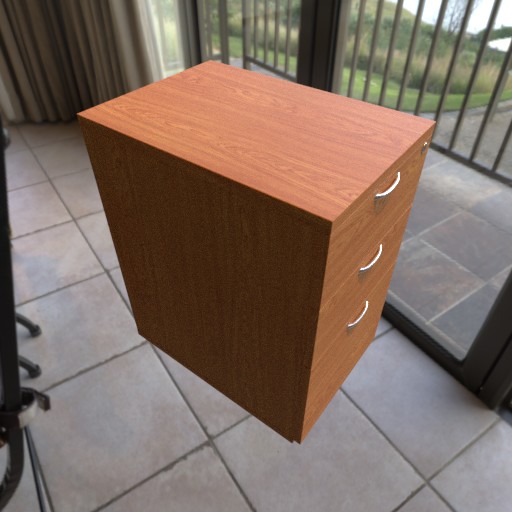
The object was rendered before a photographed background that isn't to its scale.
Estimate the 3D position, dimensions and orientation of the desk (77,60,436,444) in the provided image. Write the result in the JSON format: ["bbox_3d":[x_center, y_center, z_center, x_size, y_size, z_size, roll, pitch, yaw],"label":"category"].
[{"bbox_3d":[0.000,0.000,1.119,0.600,0.730,0.404,27,48,27],"label":"desk"}]
